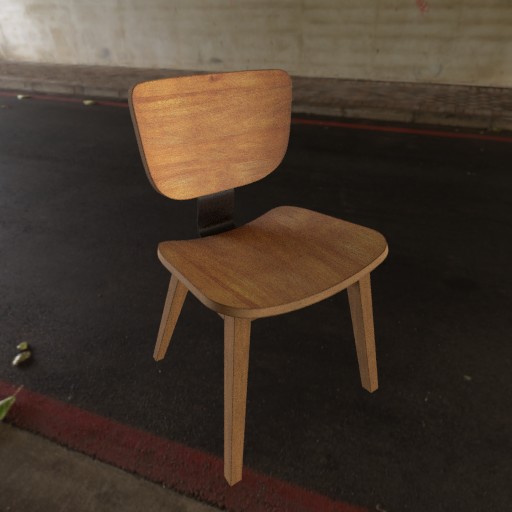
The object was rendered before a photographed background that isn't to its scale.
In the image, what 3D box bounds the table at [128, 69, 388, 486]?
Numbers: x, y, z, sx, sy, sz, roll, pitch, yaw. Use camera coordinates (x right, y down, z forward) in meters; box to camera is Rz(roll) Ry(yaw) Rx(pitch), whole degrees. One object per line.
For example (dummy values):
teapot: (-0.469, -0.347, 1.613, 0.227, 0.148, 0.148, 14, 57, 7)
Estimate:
table: (0.000, 0.000, 1.100, 0.499, 0.805, 0.500, -20, 35, -31)
